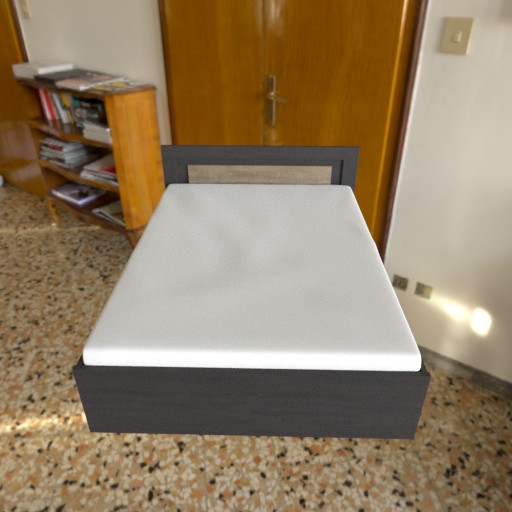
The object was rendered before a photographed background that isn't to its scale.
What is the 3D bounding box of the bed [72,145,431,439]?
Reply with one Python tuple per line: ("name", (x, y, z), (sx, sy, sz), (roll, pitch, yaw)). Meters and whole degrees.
("bed", (0.000, 0.000, 2.853), (1.585, 0.823, 2.073), (1, 31, 1))
